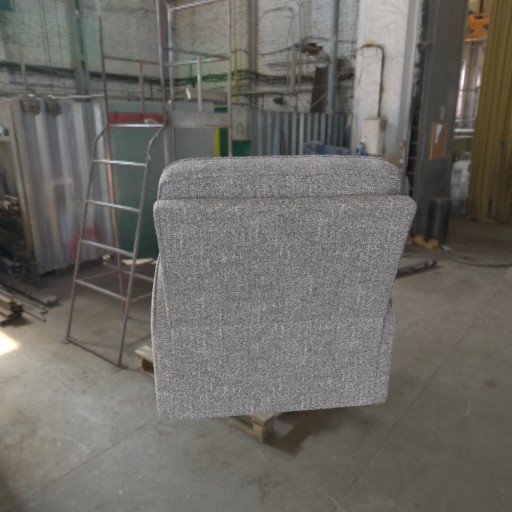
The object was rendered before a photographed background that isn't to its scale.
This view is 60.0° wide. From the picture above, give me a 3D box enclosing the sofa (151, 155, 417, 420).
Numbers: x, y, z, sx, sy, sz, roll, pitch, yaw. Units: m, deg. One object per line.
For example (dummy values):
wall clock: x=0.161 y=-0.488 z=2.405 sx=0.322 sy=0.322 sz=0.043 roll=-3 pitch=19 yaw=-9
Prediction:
sofa: x=0.000 y=0.000 z=2.022 sx=0.861 sy=0.959 sz=1.472 roll=-2 pitch=16 yaw=-7
